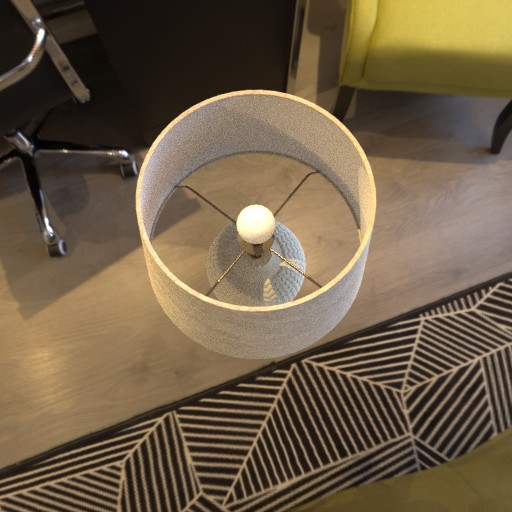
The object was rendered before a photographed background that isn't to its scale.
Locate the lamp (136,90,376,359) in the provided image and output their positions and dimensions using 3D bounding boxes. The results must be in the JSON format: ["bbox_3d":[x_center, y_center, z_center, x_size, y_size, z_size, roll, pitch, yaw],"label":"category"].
[{"bbox_3d":[0.000,0.000,0.845,0.390,0.580,0.390,0,74,0],"label":"lamp"}]
